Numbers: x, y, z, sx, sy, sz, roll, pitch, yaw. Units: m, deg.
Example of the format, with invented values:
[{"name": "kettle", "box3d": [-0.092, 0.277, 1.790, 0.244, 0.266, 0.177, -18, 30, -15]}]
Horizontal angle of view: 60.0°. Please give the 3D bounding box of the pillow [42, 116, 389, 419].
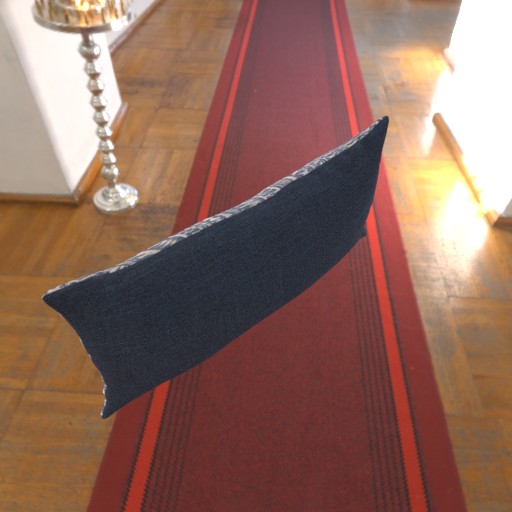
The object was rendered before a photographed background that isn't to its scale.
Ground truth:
[{"name": "pillow", "box3d": [0.000, 0.000, 0.723, 0.631, 0.292, 0.148, -32, 54, -27]}]
